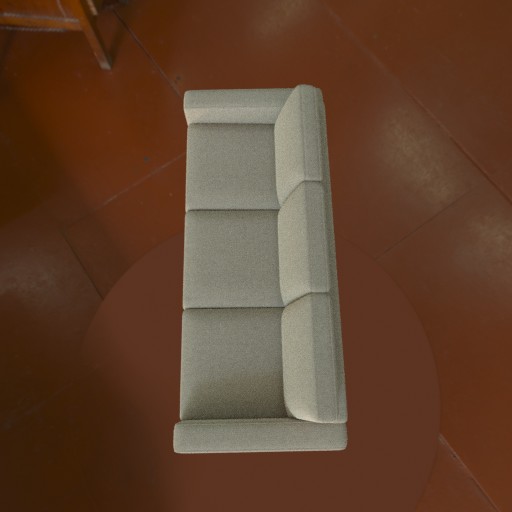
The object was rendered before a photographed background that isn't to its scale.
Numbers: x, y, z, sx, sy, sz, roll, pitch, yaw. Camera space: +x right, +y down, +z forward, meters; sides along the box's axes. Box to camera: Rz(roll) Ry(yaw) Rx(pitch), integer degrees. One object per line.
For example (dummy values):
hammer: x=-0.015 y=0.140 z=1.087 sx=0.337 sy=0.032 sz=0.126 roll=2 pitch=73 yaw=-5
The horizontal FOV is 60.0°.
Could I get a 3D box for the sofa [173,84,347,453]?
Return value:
sofa: x=0.000 y=0.000 z=2.689 sx=0.900 sy=0.800 sz=2.160 roll=-1 pitch=74 yaw=0
